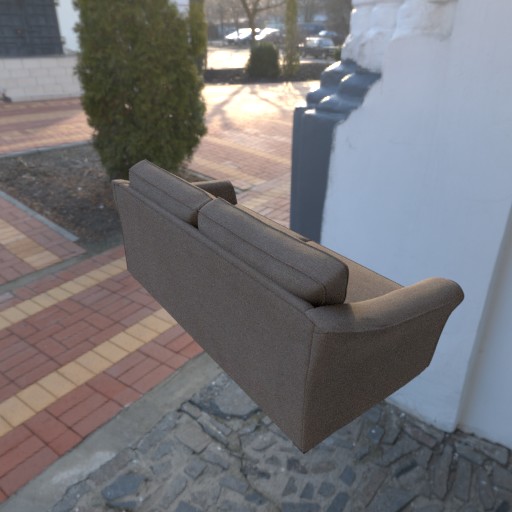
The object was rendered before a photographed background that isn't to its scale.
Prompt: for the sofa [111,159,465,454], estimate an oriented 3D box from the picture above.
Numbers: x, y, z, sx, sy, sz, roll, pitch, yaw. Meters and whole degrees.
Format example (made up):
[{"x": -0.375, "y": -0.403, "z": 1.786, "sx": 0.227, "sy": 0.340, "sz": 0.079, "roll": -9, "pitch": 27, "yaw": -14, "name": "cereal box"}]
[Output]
[{"x": 0.000, "y": 0.000, "z": 2.763, "sx": 0.986, "sy": 0.906, "sz": 2.270, "roll": -18, "pitch": 32, "yaw": -31, "name": "sofa"}]
